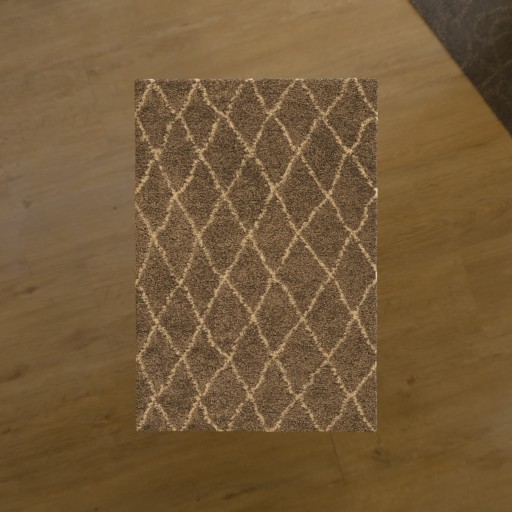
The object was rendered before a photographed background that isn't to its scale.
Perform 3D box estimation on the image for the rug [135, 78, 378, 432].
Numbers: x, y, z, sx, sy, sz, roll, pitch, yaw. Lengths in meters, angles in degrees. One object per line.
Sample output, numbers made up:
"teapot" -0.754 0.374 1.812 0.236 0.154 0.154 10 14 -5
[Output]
"rug" 0.000 0.000 2.237 1.219 0.030 1.778 0 91 0
